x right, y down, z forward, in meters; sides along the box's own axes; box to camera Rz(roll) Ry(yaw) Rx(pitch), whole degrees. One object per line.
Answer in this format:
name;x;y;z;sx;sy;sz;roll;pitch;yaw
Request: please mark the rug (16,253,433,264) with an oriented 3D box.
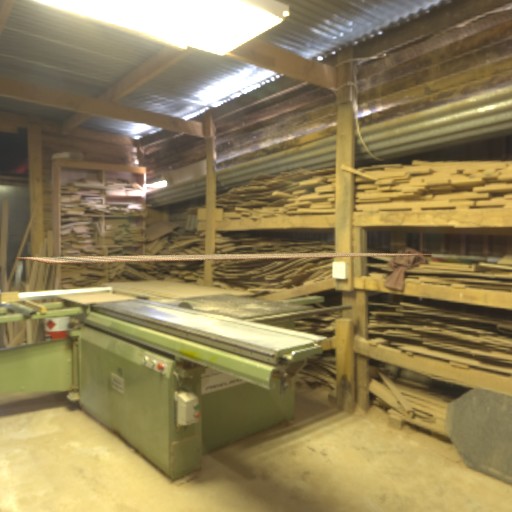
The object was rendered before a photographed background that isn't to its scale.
rug;0.000;0.000;2.644;2.444;0.010;0.799;-1;2;-36
